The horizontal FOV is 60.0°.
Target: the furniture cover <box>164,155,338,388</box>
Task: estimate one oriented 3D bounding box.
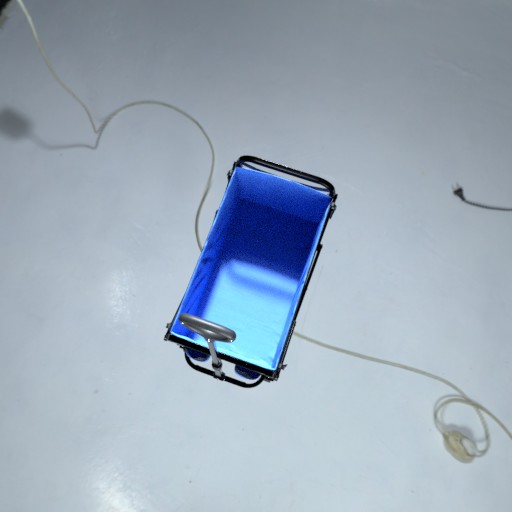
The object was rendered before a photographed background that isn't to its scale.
[{"bbox_3d":[0.000,0.000,1.813,0.532,1.295,1.038,19,76,5],"label":"furniture cover"}]
